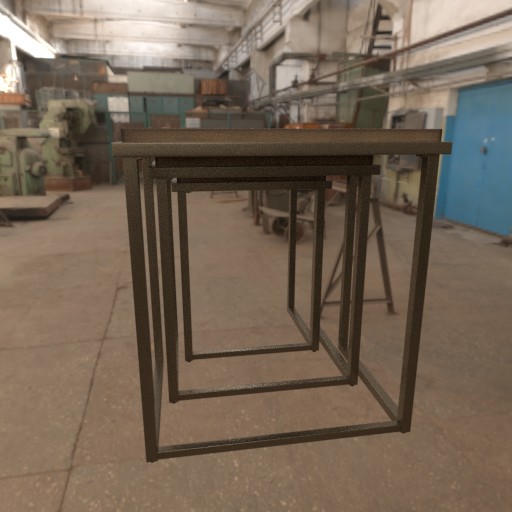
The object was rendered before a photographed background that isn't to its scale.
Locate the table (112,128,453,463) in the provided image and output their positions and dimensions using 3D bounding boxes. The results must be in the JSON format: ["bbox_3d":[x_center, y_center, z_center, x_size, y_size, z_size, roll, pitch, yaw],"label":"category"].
[{"bbox_3d":[0.000,0.000,1.119,0.559,0.610,0.706,-3,15,-9],"label":"table"}]
